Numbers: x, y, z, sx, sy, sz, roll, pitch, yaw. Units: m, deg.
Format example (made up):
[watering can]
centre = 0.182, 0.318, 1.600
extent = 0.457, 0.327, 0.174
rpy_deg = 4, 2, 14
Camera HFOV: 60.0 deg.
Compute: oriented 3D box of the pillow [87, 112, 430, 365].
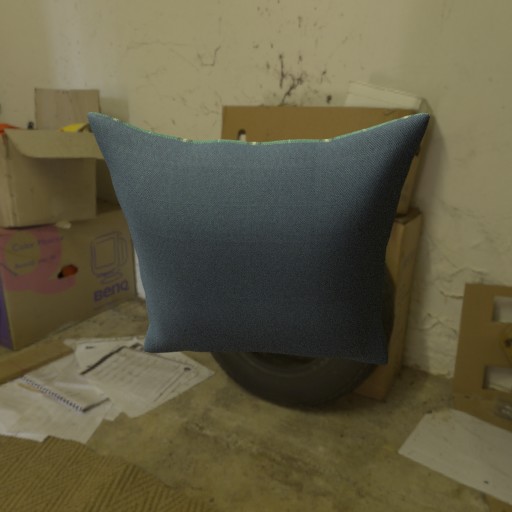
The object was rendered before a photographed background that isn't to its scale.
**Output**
[pillow]
centre = 0.000, 0.000, 0.697
extent = 0.453, 0.430, 0.200
rpy_deg = 2, 17, 8
